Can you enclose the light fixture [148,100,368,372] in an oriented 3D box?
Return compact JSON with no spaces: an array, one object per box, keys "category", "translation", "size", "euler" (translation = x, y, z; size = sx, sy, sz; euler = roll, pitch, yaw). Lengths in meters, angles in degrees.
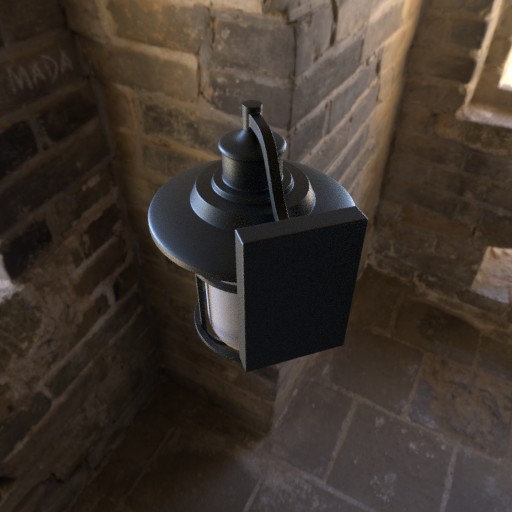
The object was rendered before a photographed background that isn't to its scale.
[{"category":"light fixture","translation":[0.000,0.000,0.508],"size":[0.222,0.345,0.252],"euler":[-12,41,-14]}]
